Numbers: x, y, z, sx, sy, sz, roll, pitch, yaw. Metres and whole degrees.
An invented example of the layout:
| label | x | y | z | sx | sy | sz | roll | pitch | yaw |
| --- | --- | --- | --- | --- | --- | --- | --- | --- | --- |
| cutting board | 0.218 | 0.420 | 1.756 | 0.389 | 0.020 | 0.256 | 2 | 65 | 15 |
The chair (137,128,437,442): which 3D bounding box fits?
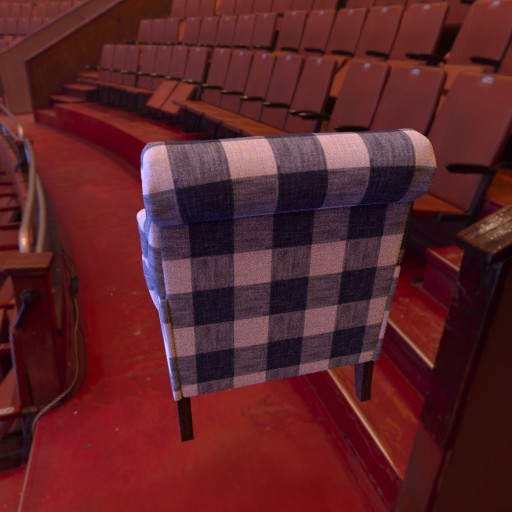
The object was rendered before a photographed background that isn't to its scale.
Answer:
| label | x | y | z | sx | sy | sz | roll | pitch | yaw |
| --- | --- | --- | --- | --- | --- | --- | --- | --- | --- |
| chair | 0.000 | 0.000 | 1.577 | 0.781 | 0.953 | 0.848 | -7 | 26 | -15 |
